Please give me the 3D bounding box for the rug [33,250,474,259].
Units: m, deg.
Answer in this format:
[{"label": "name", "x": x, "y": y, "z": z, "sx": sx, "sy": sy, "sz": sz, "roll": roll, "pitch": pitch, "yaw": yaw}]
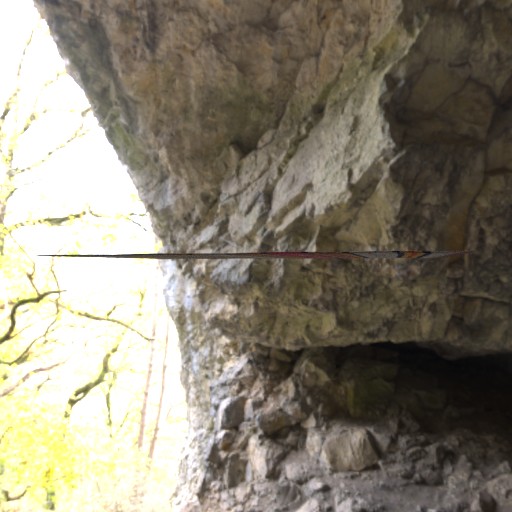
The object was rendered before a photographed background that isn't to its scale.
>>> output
[{"label": "rug", "x": 0.000, "y": 0.000, "z": 2.224, "sx": 1.849, "sy": 0.013, "sz": 1.084, "roll": 0, "pitch": -1, "yaw": 18}]
